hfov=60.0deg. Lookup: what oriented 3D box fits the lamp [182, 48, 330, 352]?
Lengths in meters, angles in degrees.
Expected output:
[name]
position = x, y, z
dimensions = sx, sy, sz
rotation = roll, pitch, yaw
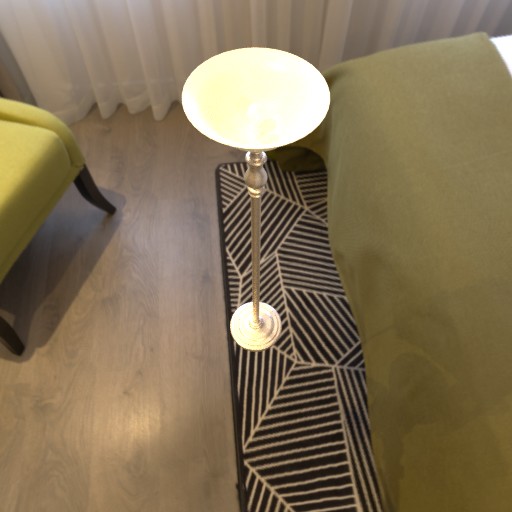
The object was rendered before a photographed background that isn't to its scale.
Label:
[lamp]
position = 0.000, 0.000, 1.982
dimensions = 0.405, 1.771, 0.405
rotation = -33, 65, -18
